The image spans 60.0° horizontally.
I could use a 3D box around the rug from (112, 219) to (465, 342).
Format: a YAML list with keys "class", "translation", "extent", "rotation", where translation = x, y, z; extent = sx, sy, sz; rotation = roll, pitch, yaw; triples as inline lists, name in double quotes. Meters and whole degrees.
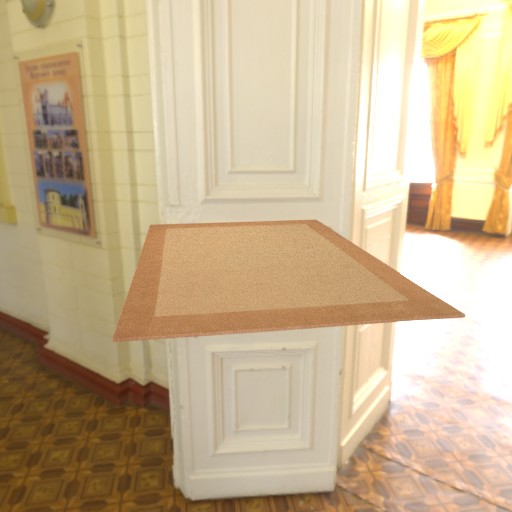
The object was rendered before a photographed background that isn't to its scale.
- class: "rug"
  translation: [0.000, 0.000, 2.358]
  extent: [1.219, 0.014, 1.829]
  rotation: [-3, 16, -9]
